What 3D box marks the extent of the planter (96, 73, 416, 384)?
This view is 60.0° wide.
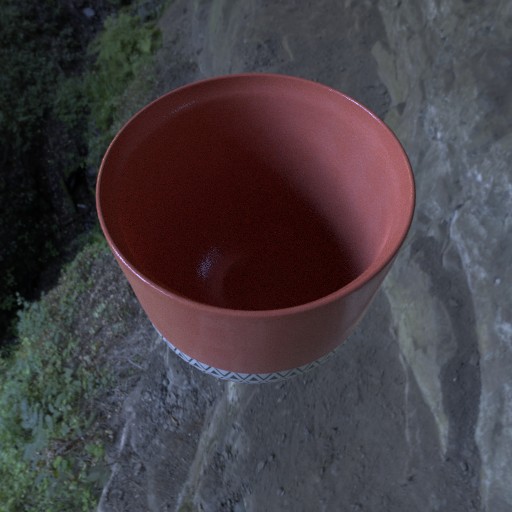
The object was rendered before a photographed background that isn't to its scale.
[{"bbox_3d":[0.000,0.000,0.487,0.266,0.270,0.266,0,58,0],"label":"planter"}]
